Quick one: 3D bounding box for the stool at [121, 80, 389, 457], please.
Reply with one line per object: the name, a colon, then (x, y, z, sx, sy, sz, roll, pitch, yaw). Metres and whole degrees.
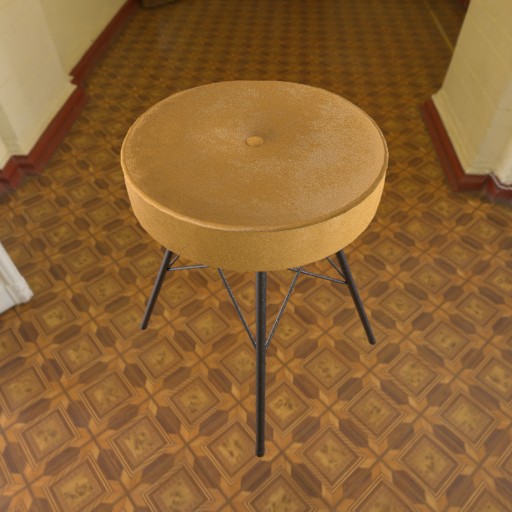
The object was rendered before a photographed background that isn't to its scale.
stool: (0.000, 0.000, 0.924, 0.438, 0.595, 0.472, -33, 55, -27)
